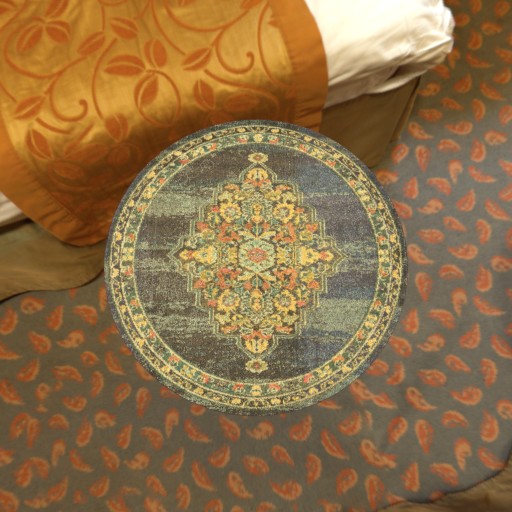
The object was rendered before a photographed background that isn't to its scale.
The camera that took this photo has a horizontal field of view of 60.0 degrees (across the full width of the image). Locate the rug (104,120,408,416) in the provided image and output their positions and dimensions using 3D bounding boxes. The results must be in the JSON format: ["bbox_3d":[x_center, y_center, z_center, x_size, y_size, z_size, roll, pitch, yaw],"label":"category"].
[{"bbox_3d":[0.000,0.000,3.488,2.386,0.014,2.386,0,76,0],"label":"rug"}]
